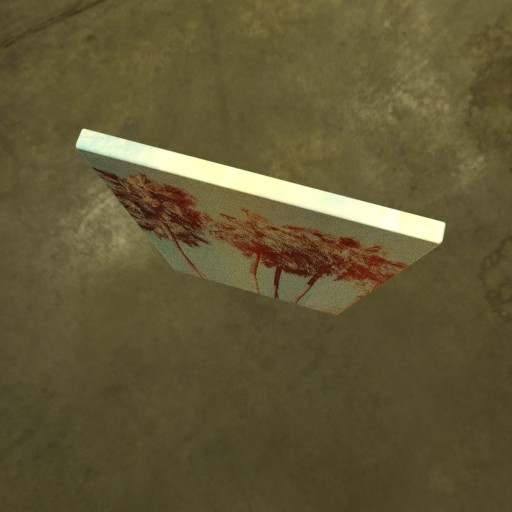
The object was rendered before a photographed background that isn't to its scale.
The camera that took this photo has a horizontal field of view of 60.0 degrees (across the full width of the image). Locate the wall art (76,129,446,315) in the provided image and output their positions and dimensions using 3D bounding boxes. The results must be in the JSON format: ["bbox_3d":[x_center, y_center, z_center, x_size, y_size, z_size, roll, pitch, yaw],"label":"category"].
[{"bbox_3d":[0.000,0.000,1.147,0.605,0.915,0.037,15,76,4],"label":"wall art"}]
